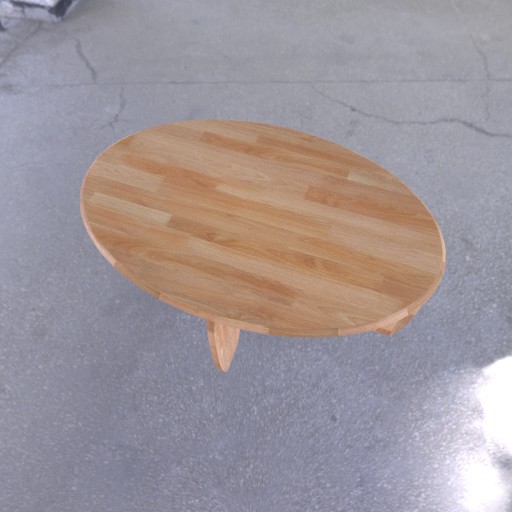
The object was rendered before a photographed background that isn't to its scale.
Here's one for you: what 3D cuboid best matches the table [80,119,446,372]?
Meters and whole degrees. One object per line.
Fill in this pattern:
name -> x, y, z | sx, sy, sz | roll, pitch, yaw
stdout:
table -> 0.000, 0.000, 1.412 | 1.040, 0.490, 0.690 | 17, 60, 10
